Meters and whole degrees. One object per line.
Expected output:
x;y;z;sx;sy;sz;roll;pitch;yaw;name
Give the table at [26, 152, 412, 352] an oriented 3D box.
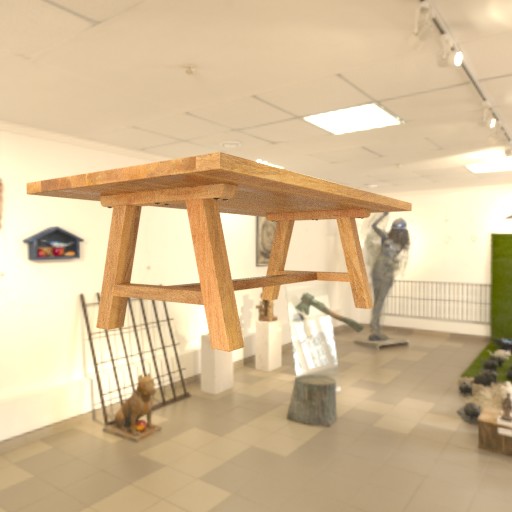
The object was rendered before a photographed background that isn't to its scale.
0.000;0.000;1.658;0.760;0.455;1.320;1;2;35;table
